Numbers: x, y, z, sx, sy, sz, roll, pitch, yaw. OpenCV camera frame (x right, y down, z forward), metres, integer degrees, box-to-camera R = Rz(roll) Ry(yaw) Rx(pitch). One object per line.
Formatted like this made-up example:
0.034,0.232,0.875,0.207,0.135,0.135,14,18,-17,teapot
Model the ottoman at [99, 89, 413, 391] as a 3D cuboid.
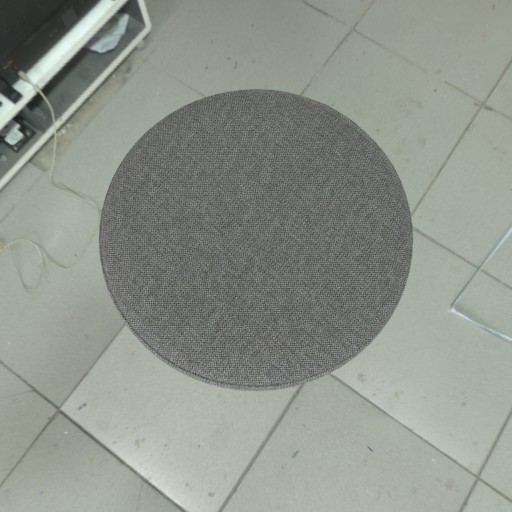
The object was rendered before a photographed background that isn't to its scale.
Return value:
0.000,0.000,0.906,0.520,0.430,0.520,0,75,0,ottoman
